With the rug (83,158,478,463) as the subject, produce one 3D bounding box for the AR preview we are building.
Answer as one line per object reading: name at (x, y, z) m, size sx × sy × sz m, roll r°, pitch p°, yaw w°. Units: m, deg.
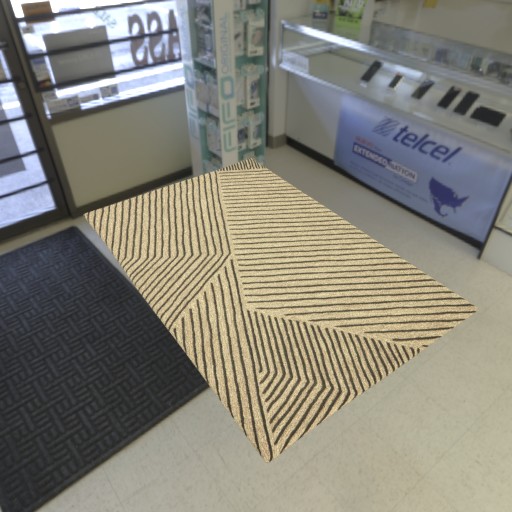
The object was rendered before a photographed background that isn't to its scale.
rug at (0.000, 0.000, 2.358) m, size 1.237 × 0.019 × 1.842 m, roll -25°, pitch 46°, yaw -27°
